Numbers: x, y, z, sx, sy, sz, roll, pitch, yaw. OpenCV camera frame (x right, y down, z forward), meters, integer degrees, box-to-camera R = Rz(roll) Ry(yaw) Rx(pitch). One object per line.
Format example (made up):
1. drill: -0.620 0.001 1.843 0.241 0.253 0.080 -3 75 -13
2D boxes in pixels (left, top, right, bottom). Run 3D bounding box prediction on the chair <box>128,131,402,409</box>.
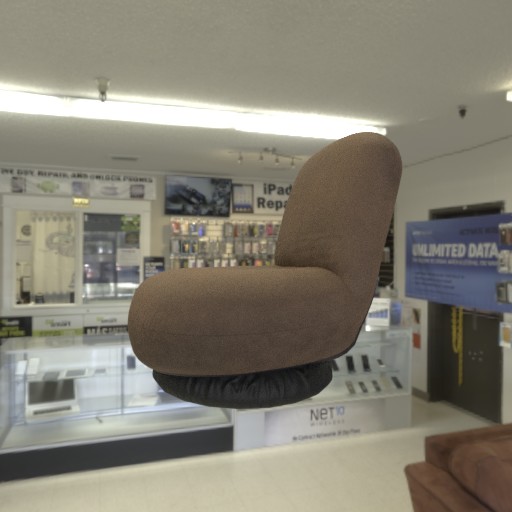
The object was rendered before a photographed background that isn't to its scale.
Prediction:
1. chair: 0.000 0.000 1.070 0.597 0.594 0.521 0 1 -16
